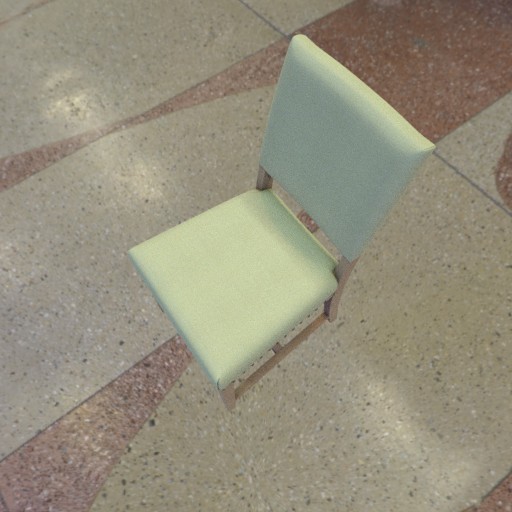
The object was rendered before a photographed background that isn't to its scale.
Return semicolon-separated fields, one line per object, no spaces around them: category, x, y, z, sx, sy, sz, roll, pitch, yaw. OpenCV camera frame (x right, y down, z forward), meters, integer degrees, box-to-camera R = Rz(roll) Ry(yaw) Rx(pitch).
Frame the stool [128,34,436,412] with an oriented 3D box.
stool;0.000;0.000;1.330;0.623;0.986;0.508;-33;67;-16
